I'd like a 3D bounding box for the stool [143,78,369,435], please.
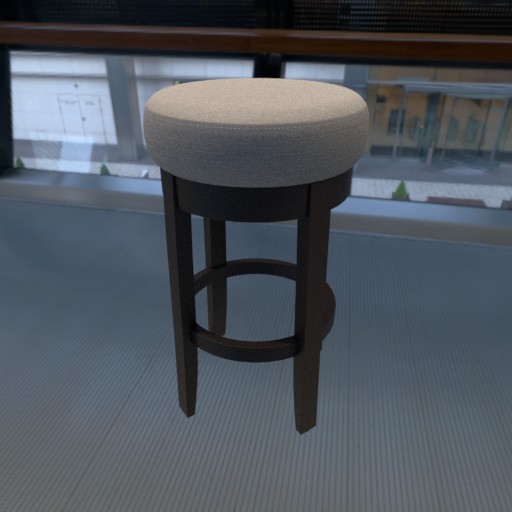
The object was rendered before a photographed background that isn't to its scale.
[{"bbox_3d":[0.000,0.000,1.036,0.443,0.757,0.443,0,29,0],"label":"stool"}]
